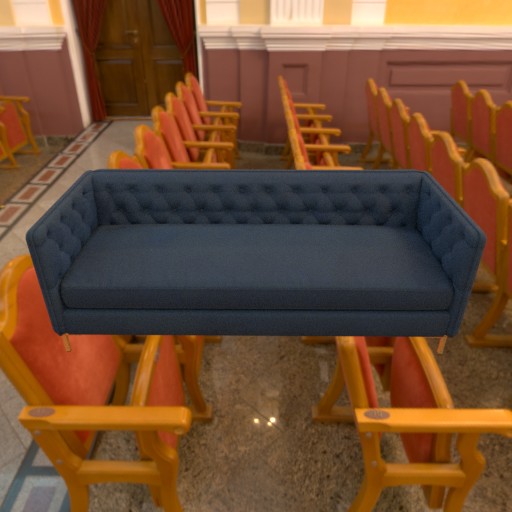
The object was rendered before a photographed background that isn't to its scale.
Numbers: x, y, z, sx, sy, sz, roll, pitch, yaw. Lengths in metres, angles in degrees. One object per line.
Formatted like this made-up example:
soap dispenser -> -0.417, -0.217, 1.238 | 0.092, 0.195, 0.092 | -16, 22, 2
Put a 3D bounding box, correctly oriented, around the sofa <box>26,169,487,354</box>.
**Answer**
sofa -> 0.000, 0.000, 2.615 | 2.209, 0.771, 0.895 | 0, 31, 0
